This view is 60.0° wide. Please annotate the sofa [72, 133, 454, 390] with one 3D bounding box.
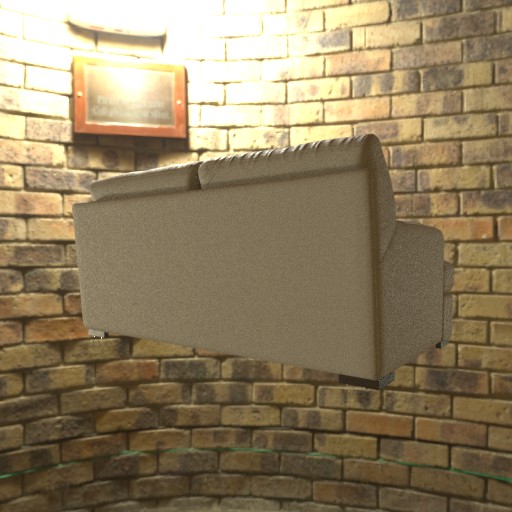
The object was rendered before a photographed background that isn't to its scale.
[{"bbox_3d":[0.000,0.000,2.456,1.880,0.940,1.143,0,1,37],"label":"sofa"}]
